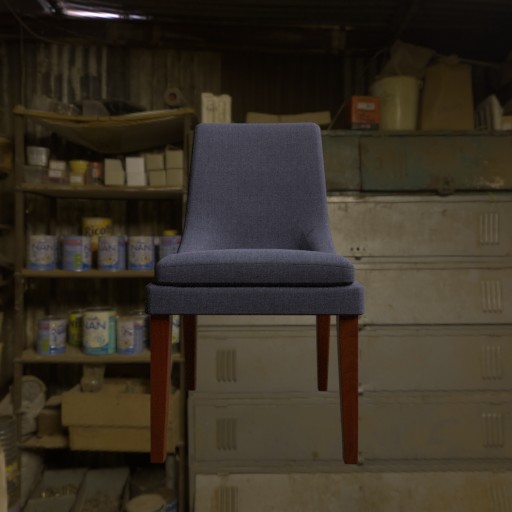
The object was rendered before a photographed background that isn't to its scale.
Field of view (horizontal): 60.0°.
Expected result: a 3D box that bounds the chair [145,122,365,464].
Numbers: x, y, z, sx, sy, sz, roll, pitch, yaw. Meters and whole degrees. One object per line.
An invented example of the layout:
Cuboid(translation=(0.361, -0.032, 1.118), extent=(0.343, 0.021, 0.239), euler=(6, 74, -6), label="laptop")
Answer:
Cuboid(translation=(0.000, 0.000, 1.330), extent=(0.508, 0.952, 0.655), euler=(0, 1, 1), label="chair")
